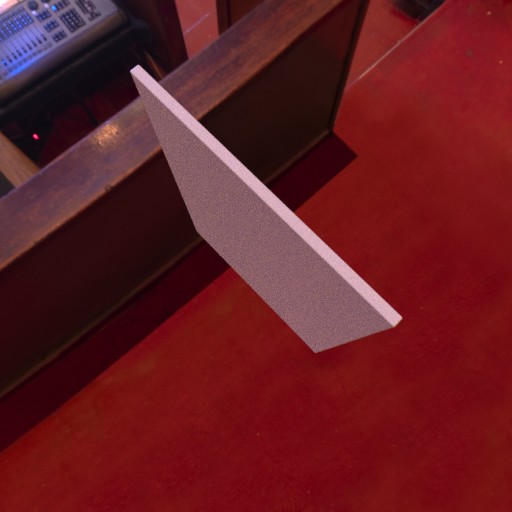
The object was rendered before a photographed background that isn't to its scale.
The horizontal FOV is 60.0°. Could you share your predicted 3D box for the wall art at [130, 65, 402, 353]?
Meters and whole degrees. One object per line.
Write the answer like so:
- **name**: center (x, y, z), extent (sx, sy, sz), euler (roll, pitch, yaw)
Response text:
- **wall art**: center (0.000, 0.000, 0.616), extent (0.011, 0.482, 0.329), euler (-43, 79, -10)
